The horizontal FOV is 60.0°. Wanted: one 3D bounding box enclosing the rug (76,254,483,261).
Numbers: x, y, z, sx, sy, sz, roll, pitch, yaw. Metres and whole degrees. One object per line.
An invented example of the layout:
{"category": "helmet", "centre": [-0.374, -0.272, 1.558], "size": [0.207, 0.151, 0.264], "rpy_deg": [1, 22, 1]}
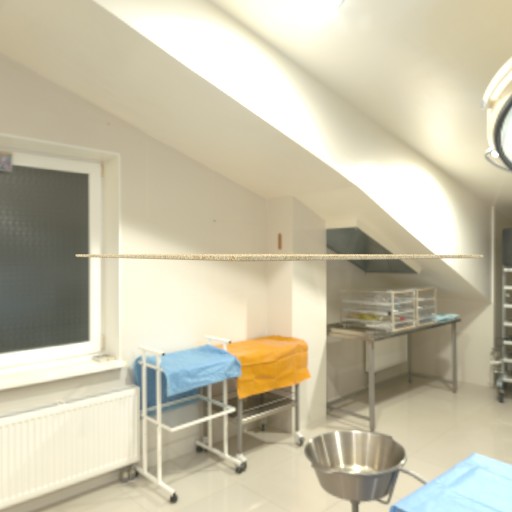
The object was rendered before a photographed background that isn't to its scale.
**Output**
{"category": "rug", "centre": [0.000, 0.000, 4.056], "size": [2.401, 0.025, 3.001], "rpy_deg": [0, 1, -37]}
